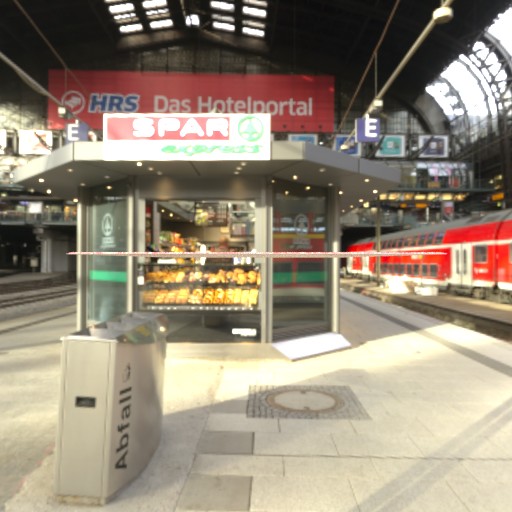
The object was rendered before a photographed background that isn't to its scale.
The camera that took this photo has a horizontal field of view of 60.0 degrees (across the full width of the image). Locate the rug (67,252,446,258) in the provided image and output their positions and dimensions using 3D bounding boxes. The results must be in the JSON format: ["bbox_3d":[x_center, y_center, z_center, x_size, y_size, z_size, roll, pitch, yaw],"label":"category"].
[{"bbox_3d":[0.000,0.000,2.326,1.219,0.006,1.829,0,-1,0],"label":"rug"}]
